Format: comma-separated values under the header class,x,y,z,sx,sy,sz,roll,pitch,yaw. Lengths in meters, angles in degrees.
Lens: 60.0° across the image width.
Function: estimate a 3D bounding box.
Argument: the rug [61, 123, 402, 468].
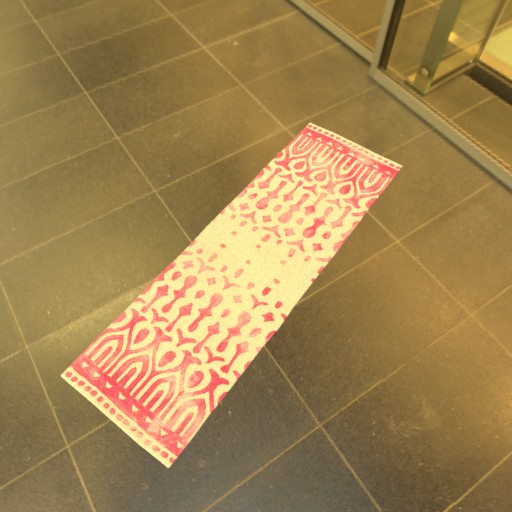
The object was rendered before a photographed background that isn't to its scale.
class,x,y,z,sx,sy,sz,roll,pitch,yaw
rug,0.000,0.000,2.765,0.787,0.011,2.458,32,64,18
